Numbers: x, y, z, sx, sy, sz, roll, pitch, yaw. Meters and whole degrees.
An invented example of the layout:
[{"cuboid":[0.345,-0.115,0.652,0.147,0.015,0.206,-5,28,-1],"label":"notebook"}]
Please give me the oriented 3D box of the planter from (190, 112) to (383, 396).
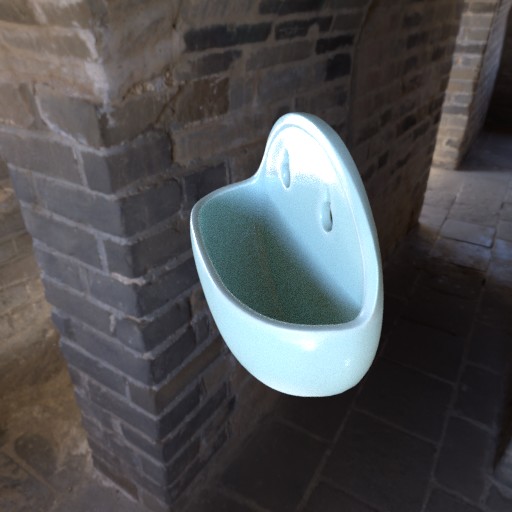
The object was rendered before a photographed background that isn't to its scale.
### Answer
[{"cuboid":[0.000,0.000,0.274,0.073,0.164,0.189,-8,32,-14],"label":"planter"}]
